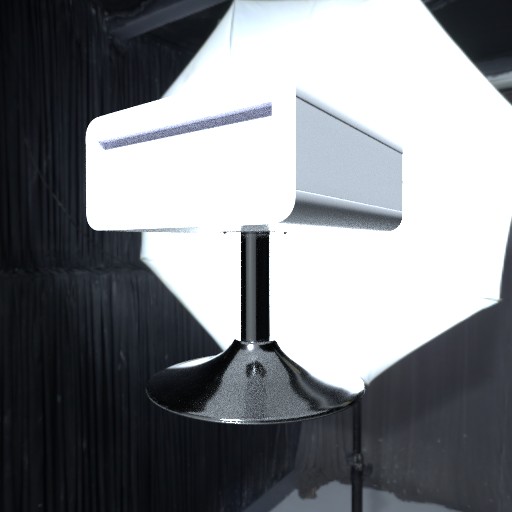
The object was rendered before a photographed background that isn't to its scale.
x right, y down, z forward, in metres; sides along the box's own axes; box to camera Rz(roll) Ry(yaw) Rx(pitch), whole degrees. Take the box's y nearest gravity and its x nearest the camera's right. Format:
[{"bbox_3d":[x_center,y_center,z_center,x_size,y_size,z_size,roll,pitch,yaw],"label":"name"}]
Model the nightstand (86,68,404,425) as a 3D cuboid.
[{"bbox_3d":[0.000,0.000,0.780,0.399,0.447,0.404,1,1,36],"label":"nightstand"}]
